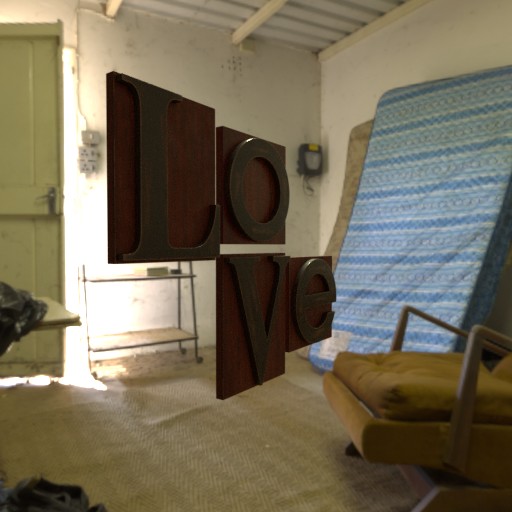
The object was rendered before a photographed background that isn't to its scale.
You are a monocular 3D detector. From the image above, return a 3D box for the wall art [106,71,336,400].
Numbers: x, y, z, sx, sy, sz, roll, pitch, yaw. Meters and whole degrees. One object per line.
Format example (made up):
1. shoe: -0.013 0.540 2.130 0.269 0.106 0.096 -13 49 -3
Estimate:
1. wall art: 0.000 0.000 0.842 0.030 0.497 0.635 1 2 36
